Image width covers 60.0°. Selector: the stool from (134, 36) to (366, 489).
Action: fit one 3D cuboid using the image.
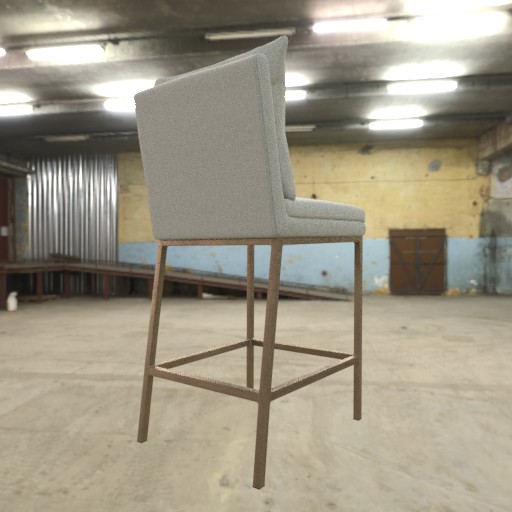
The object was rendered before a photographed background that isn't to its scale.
[{"bbox_3d":[0.000,0.000,1.312,0.463,1.032,0.572,0,0,36],"label":"stool"}]
